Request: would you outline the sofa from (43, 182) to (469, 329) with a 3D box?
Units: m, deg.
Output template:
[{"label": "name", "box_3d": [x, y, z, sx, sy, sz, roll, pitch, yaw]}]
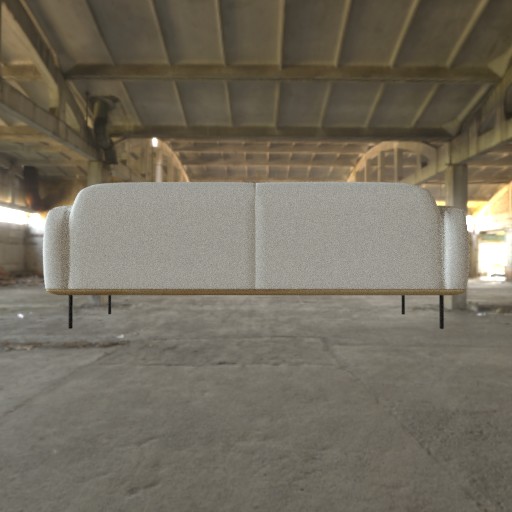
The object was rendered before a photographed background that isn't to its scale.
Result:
[{"label": "sofa", "box_3d": [0.000, 0.000, 2.676, 2.280, 0.780, 0.870, 0, -1, 0]}]
